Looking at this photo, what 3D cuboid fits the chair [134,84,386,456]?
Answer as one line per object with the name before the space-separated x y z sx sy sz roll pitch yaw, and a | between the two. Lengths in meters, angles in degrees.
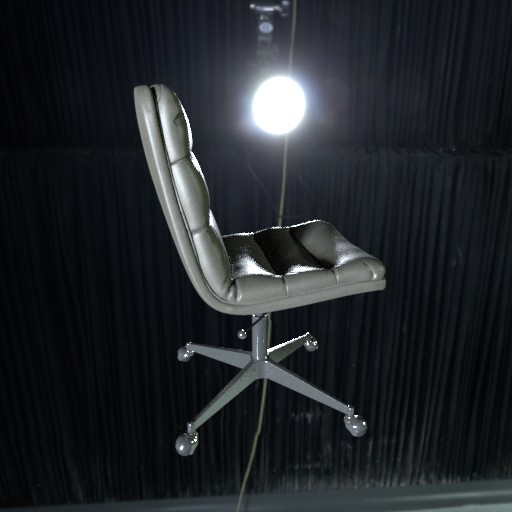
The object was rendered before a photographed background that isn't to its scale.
chair | 0.000 0.000 1.029 0.485 0.738 0.422 -3 18 -9
